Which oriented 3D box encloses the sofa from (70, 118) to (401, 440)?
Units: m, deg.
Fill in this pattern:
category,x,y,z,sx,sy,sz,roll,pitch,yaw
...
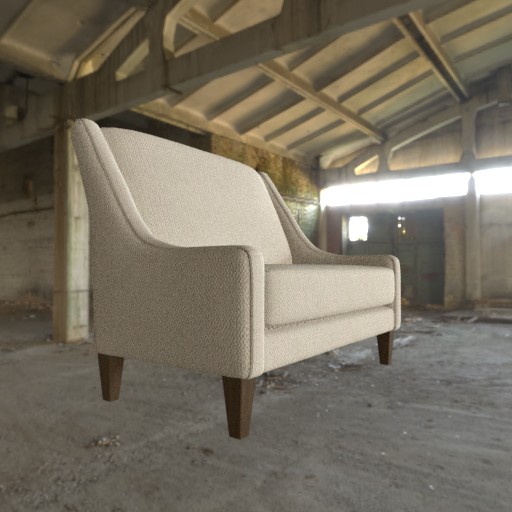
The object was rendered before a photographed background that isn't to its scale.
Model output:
category,x,y,z,sx,sy,sz,roll,pitch,yaw
sofa,0.000,0.000,1.891,0.870,1.022,1.242,-1,-2,36
